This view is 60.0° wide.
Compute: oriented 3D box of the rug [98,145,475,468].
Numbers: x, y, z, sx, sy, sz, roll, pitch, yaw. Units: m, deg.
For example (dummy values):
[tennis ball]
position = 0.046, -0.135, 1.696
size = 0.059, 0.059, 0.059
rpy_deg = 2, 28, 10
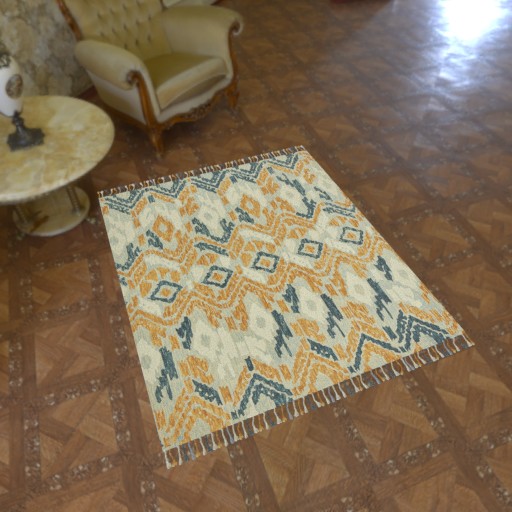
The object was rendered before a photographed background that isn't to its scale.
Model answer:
[rug]
position = 0.000, 0.000, 4.087
size = 2.439, 0.010, 3.048
rpy_deg = -16, 48, -15
